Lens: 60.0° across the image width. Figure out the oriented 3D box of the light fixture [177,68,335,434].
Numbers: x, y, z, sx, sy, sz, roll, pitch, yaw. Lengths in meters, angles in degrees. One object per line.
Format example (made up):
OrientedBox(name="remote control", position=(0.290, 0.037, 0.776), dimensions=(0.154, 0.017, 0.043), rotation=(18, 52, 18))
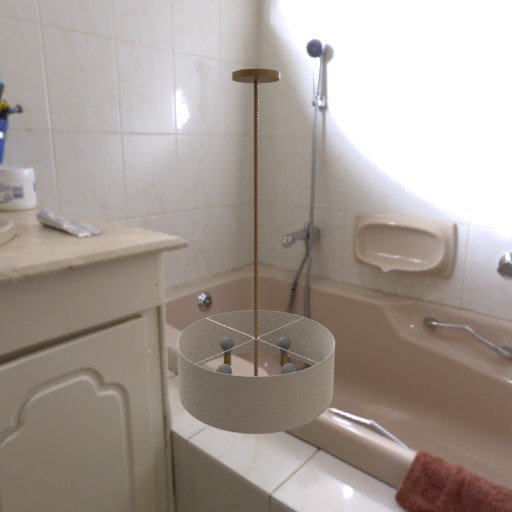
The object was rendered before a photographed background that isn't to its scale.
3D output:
OrientedBox(name="light fixture", position=(0.000, 0.000, 1.379), dimensions=(0.508, 1.067, 0.508), rotation=(0, 14, 0))
